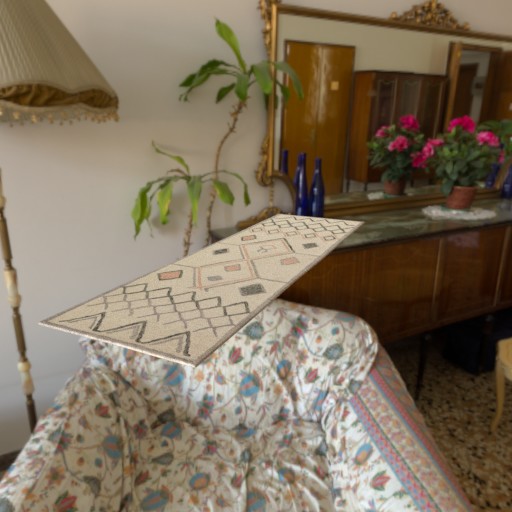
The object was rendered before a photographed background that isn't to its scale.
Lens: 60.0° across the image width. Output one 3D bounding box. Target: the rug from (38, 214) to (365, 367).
[{"bbox_3d":[0.000,0.000,2.655,0.750,0.011,2.435,8,19,25],"label":"rug"}]
